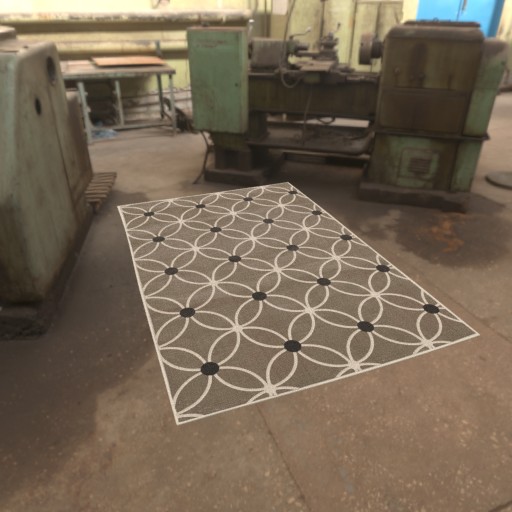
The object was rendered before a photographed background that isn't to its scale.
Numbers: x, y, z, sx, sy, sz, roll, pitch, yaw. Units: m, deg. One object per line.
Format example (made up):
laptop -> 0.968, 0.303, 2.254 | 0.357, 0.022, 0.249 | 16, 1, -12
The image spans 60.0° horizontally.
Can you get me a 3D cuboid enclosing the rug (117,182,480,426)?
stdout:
rug -> 0.000, 0.000, 2.873 | 1.522, 0.008, 2.284 | -11, 32, -18
